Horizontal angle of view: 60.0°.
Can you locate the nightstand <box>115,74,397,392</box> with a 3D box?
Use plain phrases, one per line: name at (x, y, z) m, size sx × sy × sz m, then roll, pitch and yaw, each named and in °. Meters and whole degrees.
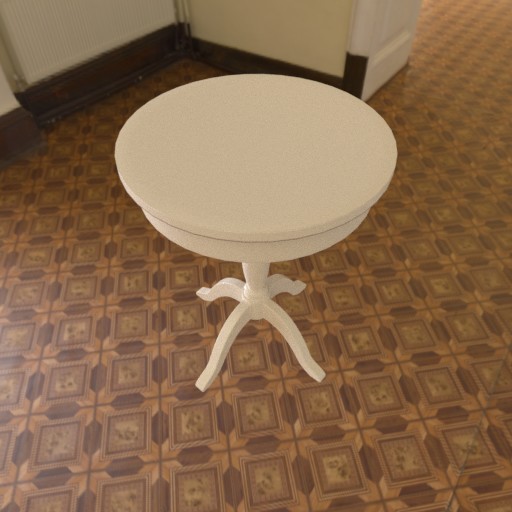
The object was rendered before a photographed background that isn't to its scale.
nightstand at (0.000, 0.000, 1.061) m, size 0.513 × 0.653 × 0.513 m, roll -32°, pitch 55°, yaw -27°
